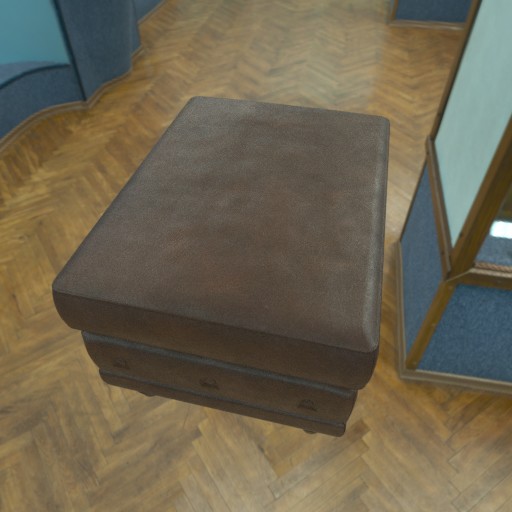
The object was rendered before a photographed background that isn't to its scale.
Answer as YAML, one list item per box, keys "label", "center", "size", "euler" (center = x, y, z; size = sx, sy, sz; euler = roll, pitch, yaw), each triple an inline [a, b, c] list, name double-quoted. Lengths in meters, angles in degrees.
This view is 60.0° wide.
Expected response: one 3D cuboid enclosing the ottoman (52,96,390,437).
- label: "ottoman"
  center: [0.000, 0.000, 1.162]
  size: [0.588, 0.509, 0.795]
  euler: [10, 46, 9]
